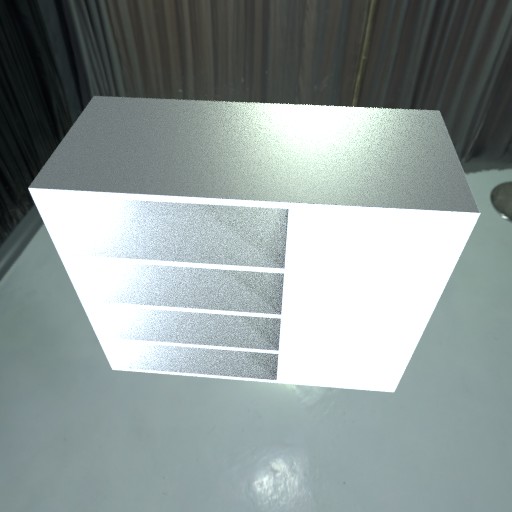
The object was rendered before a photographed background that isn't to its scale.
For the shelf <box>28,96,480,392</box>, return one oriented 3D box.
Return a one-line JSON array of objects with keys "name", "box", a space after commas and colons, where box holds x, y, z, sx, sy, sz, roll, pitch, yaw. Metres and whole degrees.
[{"name": "shelf", "box": [0.000, 0.000, 1.274, 0.895, 0.732, 0.396, 4, 46, 3]}]
